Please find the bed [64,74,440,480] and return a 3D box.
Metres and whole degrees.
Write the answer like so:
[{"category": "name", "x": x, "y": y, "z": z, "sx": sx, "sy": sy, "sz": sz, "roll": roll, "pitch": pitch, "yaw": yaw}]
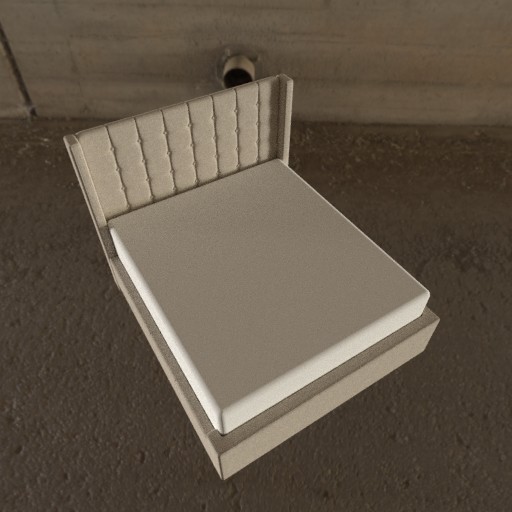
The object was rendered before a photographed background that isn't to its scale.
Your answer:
[{"category": "bed", "x": 0.000, "y": 0.000, "z": 3.716, "sx": 2.045, "sy": 1.743, "sz": 2.370, "roll": -24, "pitch": 52, "yaw": -21}]
